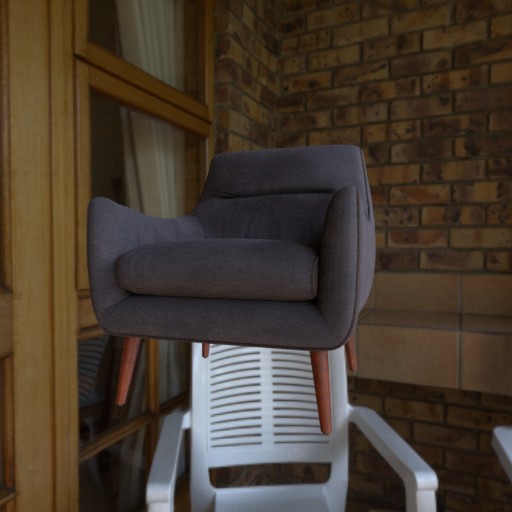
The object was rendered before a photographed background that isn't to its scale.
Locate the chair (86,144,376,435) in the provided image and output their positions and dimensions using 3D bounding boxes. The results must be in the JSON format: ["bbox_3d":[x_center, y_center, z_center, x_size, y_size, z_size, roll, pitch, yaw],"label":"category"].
[{"bbox_3d":[0.000,0.000,1.466,0.762,0.838,0.787,0,1,19],"label":"chair"}]
